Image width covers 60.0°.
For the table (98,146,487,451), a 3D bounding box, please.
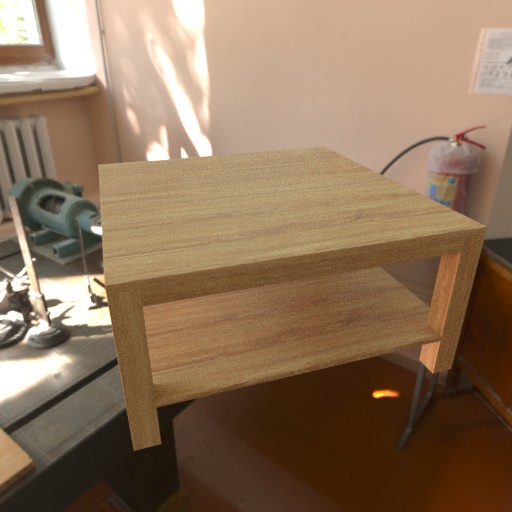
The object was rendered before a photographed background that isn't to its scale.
[{"bbox_3d":[0.000,0.000,1.445,0.900,0.450,0.900,-9,28,-16],"label":"table"}]
